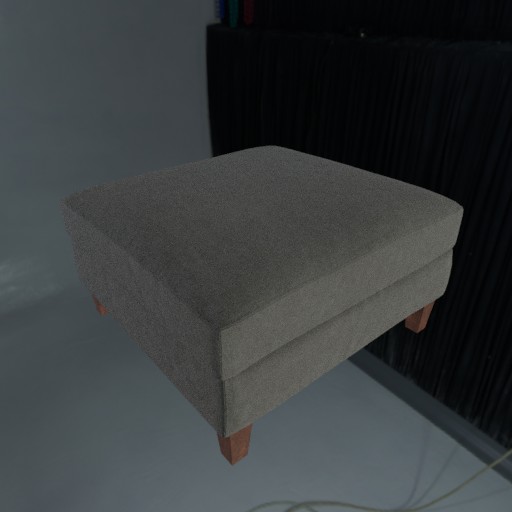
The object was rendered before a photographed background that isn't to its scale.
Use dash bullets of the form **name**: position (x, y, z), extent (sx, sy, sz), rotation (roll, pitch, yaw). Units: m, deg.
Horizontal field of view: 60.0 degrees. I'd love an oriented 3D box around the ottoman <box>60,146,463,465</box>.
- **ottoman**: position (0.000, 0.000, 1.386), extent (0.881, 0.482, 0.861), rotation (-22, 36, -34)
